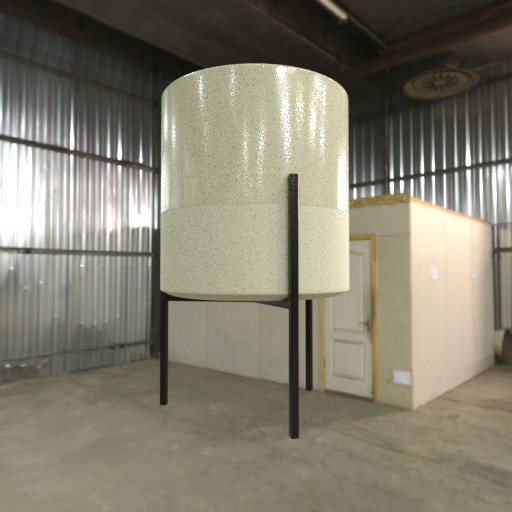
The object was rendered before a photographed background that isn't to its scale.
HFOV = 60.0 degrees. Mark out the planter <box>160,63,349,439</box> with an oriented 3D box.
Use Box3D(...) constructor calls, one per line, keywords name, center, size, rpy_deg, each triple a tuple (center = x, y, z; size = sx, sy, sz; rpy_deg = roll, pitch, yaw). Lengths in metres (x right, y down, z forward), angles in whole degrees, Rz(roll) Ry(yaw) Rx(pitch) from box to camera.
Box3D(name="planter", center=(0.000, 0.000, 0.559), size=(0.234, 0.390, 0.243), rpy_deg=(1, -2, -19))
